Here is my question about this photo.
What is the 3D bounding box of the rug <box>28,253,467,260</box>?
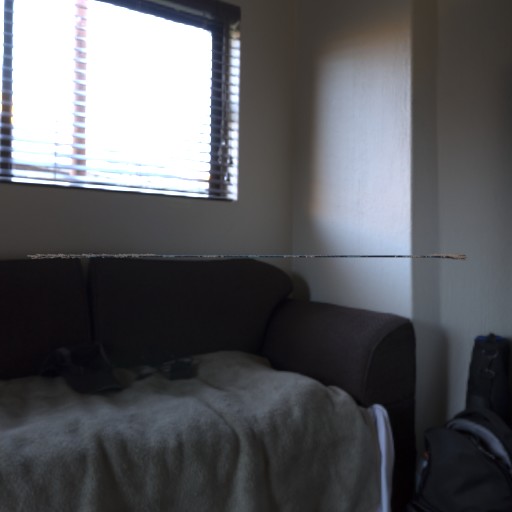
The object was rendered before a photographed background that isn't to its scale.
[{"bbox_3d":[0.000,0.000,2.398,1.936,0.028,1.181,0,0,17],"label":"rug"}]
